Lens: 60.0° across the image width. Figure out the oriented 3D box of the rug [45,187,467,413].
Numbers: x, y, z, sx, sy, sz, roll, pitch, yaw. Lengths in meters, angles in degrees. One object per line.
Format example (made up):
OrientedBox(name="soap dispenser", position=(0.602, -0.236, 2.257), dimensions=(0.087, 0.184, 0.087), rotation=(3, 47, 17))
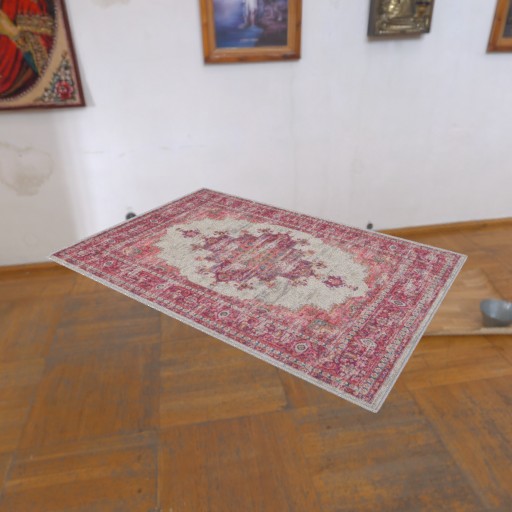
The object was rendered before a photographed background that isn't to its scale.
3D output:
OrientedBox(name="rug", position=(0.000, 0.000, 2.843), dimensions=(2.232, 0.011, 1.555), rotation=(19, 34, 30))
